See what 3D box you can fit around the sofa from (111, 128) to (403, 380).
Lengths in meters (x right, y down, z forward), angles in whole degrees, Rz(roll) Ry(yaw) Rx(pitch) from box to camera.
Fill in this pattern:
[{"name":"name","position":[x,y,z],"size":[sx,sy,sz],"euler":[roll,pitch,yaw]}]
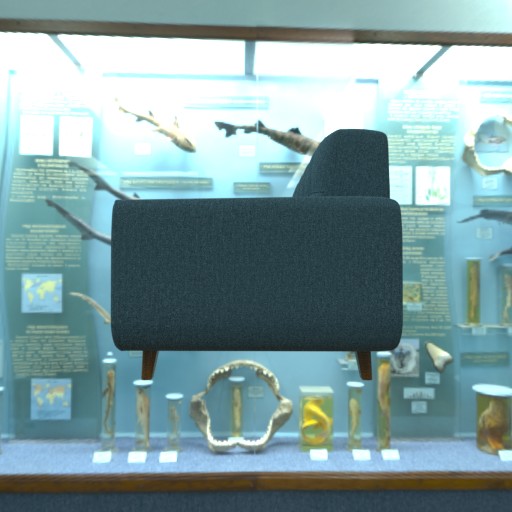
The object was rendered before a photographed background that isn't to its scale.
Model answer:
[{"name":"sofa","position":[0.000,0.000,2.213],"size":[0.942,0.896,1.651],"euler":[0,-1,0]}]
